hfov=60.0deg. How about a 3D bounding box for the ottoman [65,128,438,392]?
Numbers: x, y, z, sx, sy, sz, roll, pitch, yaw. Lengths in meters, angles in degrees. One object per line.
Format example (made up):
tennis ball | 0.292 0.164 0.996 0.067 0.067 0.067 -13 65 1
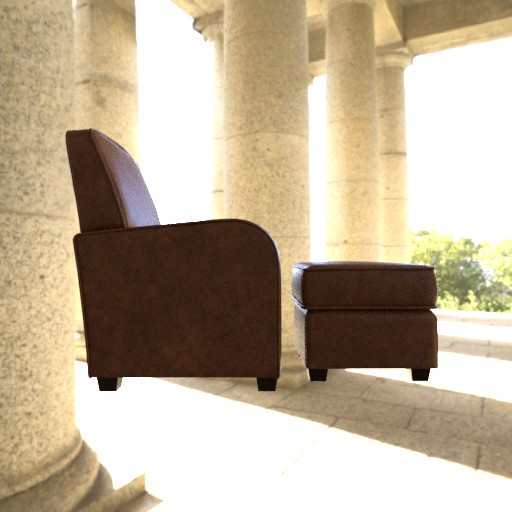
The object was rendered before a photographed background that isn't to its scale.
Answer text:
ottoman | 0.000 0.000 1.813 1.314 0.904 0.732 0 0 0
